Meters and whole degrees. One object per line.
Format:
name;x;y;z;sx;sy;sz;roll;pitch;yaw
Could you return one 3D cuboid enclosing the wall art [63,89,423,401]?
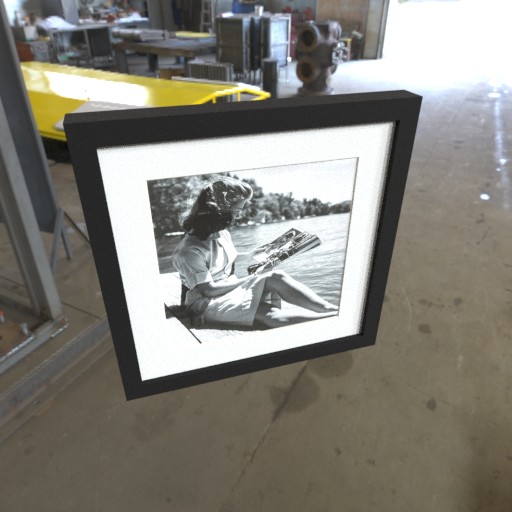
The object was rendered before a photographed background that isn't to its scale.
wall art;0.000;0.000;0.459;0.308;0.305;0.030;-9;33;-14
